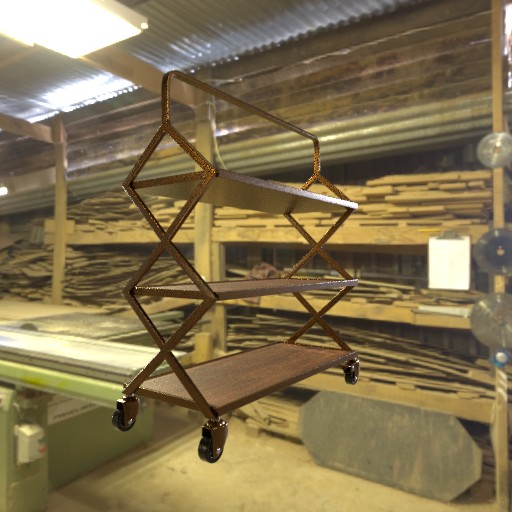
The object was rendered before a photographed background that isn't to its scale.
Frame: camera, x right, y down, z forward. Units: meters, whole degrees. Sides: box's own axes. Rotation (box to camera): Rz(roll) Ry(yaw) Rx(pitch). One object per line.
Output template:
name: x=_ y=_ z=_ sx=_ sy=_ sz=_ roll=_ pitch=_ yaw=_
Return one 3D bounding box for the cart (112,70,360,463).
cart: x=0.000 y=0.000 z=1.215 sx=0.313 sy=0.805 sz=0.723 roll=0 pitch=-1 yaw=36
